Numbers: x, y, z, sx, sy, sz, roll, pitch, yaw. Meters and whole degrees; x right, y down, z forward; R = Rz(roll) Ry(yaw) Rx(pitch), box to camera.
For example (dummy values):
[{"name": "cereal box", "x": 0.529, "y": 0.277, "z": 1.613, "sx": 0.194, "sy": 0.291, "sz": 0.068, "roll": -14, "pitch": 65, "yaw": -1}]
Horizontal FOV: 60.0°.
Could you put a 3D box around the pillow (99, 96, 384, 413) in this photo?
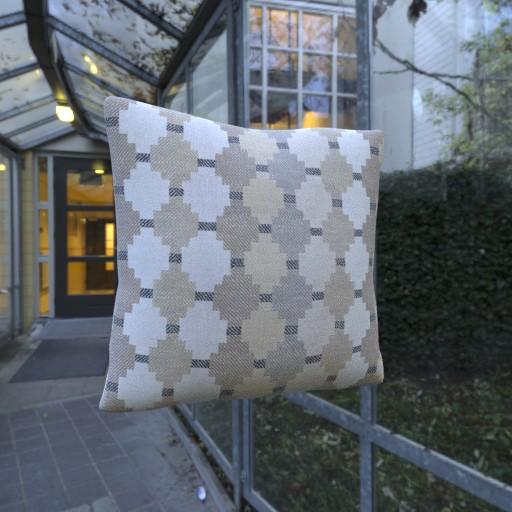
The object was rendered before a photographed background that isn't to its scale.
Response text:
[{"name": "pillow", "x": 0.000, "y": 0.000, "z": 0.860, "sx": 0.578, "sy": 0.558, "sz": 0.192, "roll": 0, "pitch": 1, "yaw": -19}]
